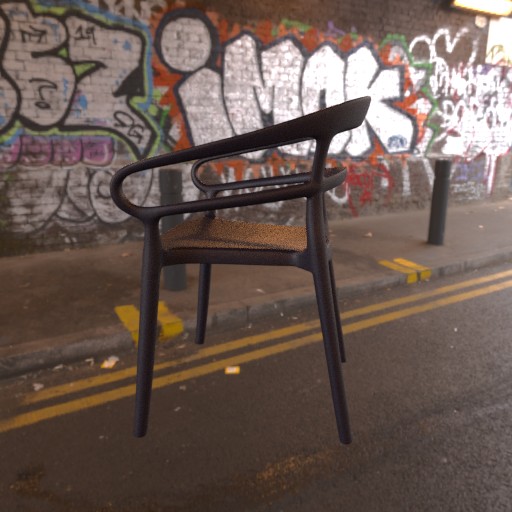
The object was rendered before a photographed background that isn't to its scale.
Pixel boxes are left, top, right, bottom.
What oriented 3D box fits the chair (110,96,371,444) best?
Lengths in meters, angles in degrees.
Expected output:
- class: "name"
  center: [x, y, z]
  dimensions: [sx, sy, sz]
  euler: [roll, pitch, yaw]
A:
- class: "chair"
  center: [0.000, 0.000, 1.140]
  dimensions: [0.527, 0.761, 0.559]
  euler: [2, 15, 9]
